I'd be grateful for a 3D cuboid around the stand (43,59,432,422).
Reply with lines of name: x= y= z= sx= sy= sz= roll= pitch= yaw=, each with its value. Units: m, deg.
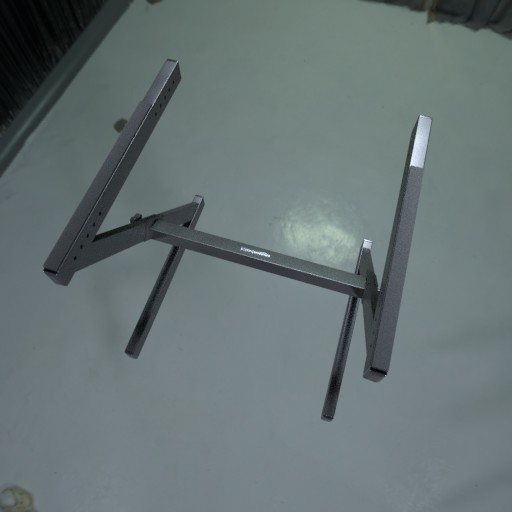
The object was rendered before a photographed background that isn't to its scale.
stand: x=0.000 y=0.000 z=1.147 sx=0.700 sy=0.617 sz=0.586 roll=16 pitch=64 yaw=8
